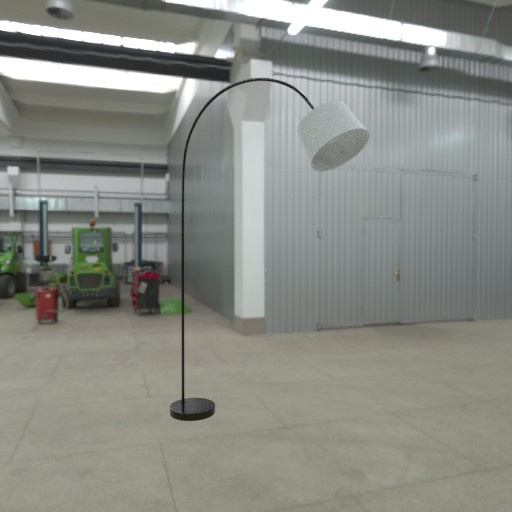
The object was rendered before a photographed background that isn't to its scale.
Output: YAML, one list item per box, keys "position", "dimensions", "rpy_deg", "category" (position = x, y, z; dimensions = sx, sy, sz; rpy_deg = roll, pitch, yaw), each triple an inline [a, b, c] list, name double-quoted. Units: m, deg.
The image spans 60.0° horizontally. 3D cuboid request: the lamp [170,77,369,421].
- position: [0.000, 0.000, 2.620]
  dimensions: [1.363, 2.104, 0.331]
  rpy_deg: [1, 2, 37]
  category: "lamp"
